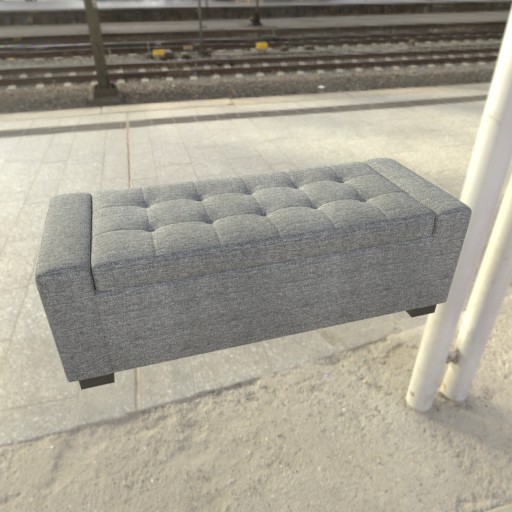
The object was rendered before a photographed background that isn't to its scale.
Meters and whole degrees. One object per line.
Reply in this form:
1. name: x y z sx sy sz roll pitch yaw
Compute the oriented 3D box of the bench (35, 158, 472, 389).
1. bench: 0.000 0.000 1.553 1.296 0.445 0.508 -9 33 -14
